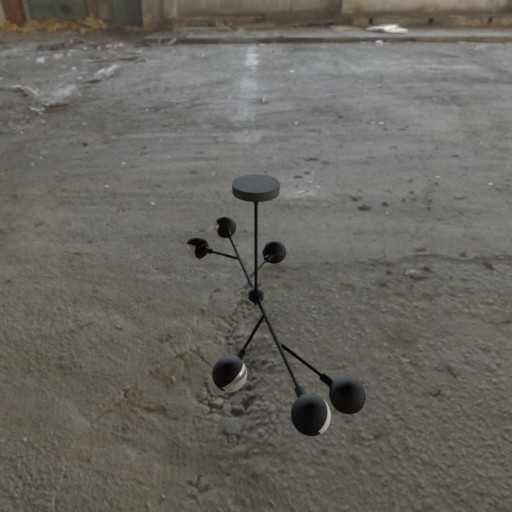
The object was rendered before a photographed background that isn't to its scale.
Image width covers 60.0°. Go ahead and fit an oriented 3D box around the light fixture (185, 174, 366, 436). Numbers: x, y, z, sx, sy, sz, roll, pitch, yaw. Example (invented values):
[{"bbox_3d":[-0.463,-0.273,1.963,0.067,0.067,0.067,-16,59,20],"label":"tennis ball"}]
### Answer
[{"bbox_3d":[0.000,0.000,1.030,0.434,0.362,0.778,0,32,0],"label":"light fixture"}]
